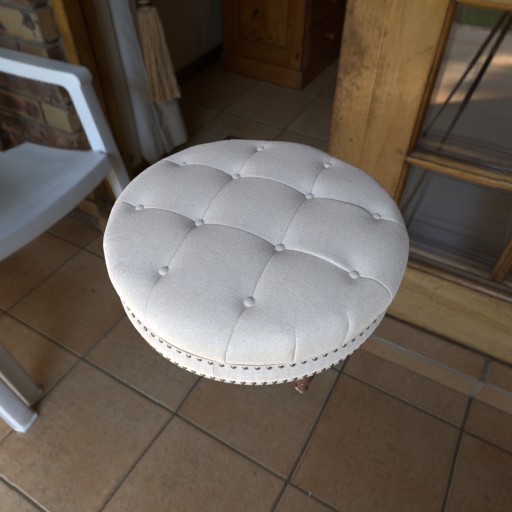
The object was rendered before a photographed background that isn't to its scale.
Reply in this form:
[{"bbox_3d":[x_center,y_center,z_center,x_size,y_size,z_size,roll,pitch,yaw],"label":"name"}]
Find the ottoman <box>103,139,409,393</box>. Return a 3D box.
[{"bbox_3d":[0.000,0.000,1.508,0.940,0.483,0.940,0,46,0],"label":"ottoman"}]
